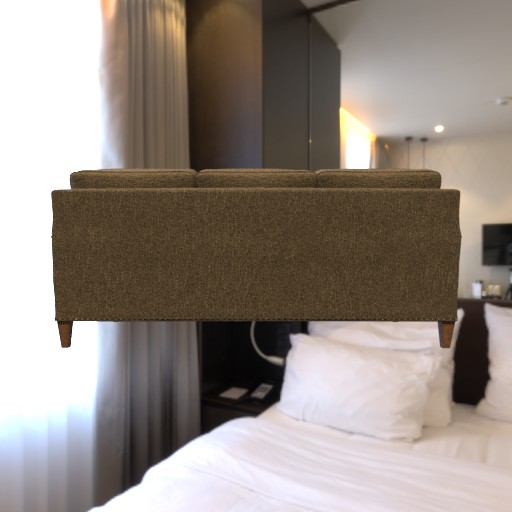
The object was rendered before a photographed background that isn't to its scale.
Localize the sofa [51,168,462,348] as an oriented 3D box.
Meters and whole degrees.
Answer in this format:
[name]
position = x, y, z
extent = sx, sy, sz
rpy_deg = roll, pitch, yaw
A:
[sofa]
position = 0.000, 0.000, 2.859
extent = 2.246, 1.003, 1.084
rpy_deg = 0, 1, 0
